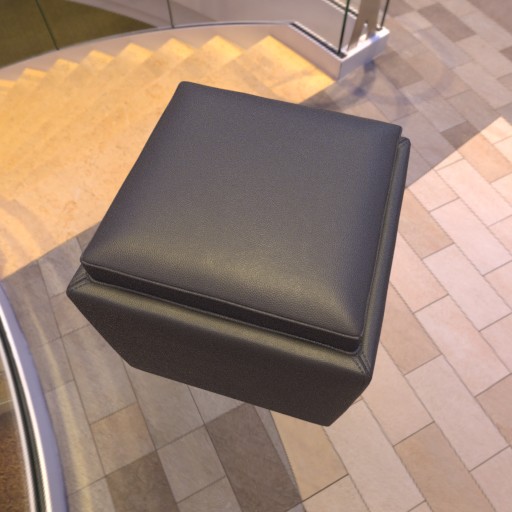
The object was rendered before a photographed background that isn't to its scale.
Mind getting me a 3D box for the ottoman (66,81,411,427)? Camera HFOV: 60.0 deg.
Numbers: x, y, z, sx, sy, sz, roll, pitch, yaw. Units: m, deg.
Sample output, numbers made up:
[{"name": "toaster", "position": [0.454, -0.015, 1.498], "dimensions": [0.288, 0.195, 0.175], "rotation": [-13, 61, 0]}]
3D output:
[{"name": "ottoman", "position": [0.000, 0.000, 0.826], "dimensions": [0.451, 0.460, 0.450], "rotation": [14, 61, 8]}]
